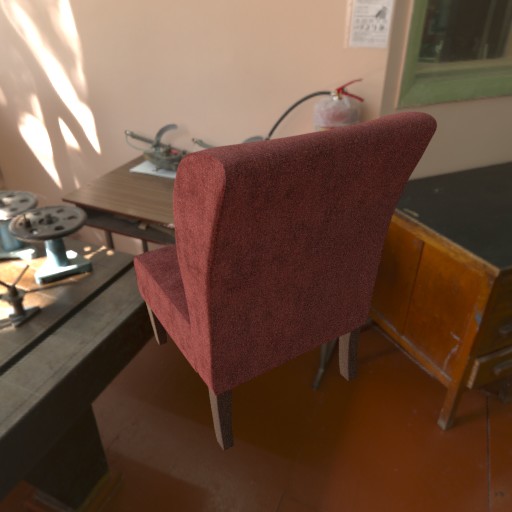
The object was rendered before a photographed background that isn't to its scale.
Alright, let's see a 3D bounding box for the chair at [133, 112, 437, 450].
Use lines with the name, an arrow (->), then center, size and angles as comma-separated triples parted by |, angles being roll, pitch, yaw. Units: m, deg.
chair -> 0.000, 0.000, 1.250 | 0.538, 0.846, 0.640 | -18, 36, -27
